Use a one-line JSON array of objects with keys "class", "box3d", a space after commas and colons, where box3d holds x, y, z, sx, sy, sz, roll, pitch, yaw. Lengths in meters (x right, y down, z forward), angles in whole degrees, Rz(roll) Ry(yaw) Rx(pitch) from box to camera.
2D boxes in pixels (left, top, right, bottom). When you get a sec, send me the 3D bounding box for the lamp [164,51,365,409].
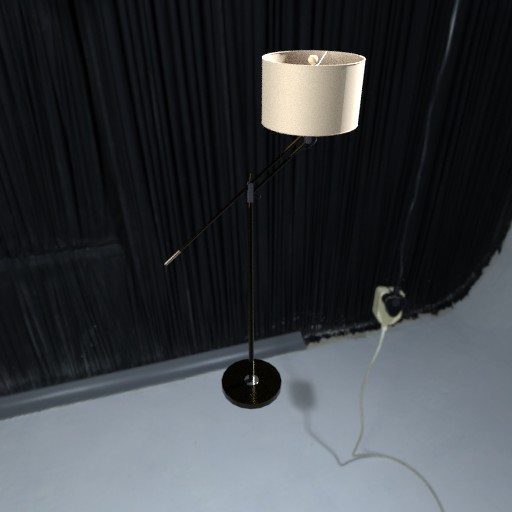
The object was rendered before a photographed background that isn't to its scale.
[{"class": "lamp", "box3d": [0.000, 0.000, 1.988, 0.809, 1.635, 0.373, -9, 33, -14]}]
